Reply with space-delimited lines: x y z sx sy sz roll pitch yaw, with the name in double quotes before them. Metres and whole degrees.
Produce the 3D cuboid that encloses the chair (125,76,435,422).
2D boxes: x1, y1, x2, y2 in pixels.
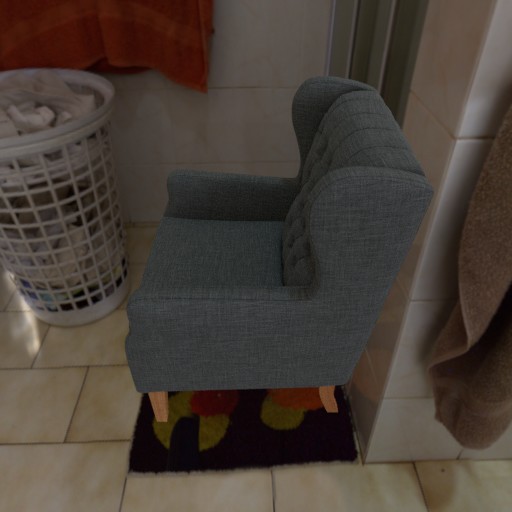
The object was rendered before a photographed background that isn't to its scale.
"chair" 0.000 0.000 1.452 0.775 0.953 0.711 0 40 0
